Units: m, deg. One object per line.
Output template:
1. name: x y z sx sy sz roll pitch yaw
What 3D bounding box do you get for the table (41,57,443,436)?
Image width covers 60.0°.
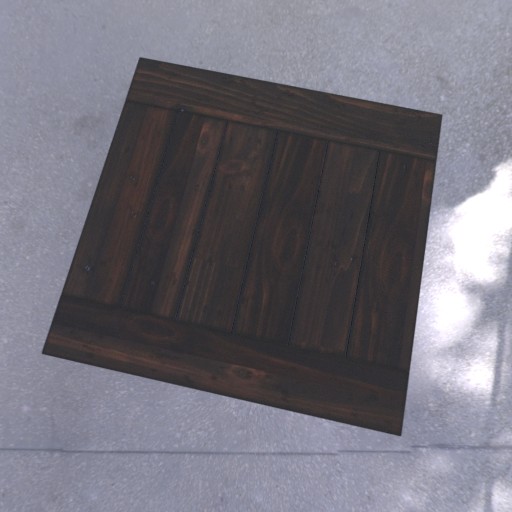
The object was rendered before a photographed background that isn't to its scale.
1. table: 0.000 0.000 1.006 0.606 0.437 0.593 12 76 3
